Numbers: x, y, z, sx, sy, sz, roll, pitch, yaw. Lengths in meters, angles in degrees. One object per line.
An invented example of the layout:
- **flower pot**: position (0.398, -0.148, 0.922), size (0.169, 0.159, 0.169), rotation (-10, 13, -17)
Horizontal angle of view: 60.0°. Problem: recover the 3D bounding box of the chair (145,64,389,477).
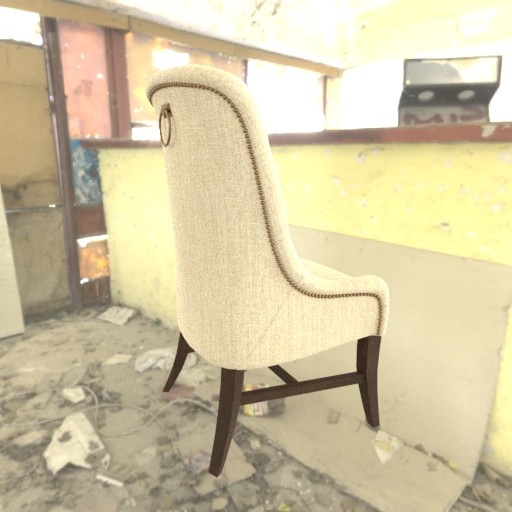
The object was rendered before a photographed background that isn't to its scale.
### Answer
- **chair**: position (0.000, 0.000, 1.447), size (0.629, 1.091, 0.634), rotation (-7, 15, -26)
